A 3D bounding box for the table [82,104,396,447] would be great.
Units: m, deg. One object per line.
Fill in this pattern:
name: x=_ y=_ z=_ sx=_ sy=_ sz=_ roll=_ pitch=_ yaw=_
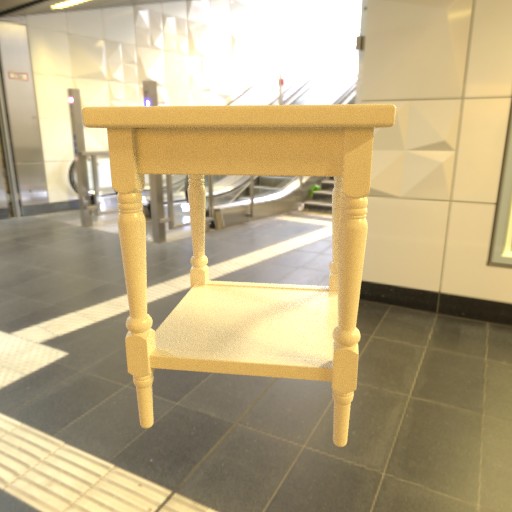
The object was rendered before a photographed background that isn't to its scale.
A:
table: x=0.000 y=0.000 z=0.919 sx=0.442 sy=0.565 sz=0.488 roll=2 pitch=16 yaw=8
